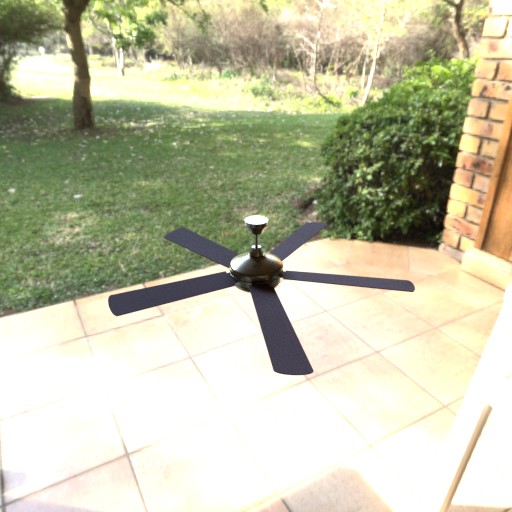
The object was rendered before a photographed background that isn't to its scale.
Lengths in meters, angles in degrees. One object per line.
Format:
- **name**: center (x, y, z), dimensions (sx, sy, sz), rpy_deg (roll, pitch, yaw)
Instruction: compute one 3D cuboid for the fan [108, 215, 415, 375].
- **fan**: center (0.000, 0.000, 2.028), dimensions (1.321, 0.356, 1.321), rpy_deg (-17, 31, -31)
